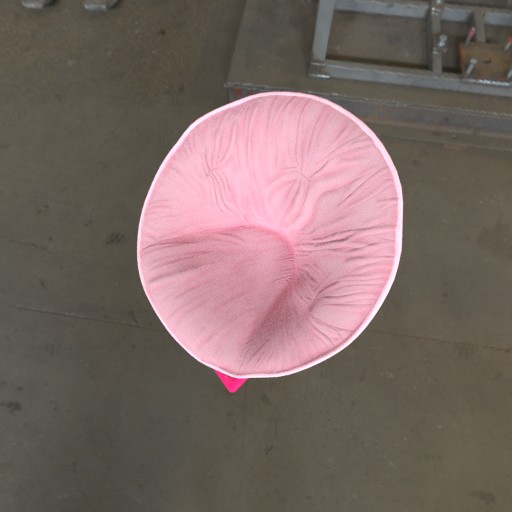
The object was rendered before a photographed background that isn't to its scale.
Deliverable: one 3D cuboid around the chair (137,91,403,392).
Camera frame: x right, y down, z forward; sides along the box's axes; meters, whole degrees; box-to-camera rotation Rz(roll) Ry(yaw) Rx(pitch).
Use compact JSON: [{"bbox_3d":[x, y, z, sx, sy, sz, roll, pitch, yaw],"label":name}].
[{"bbox_3d":[0.000,0.000,0.914,0.459,0.494,0.522,-34,69,-15],"label":"chair"}]
